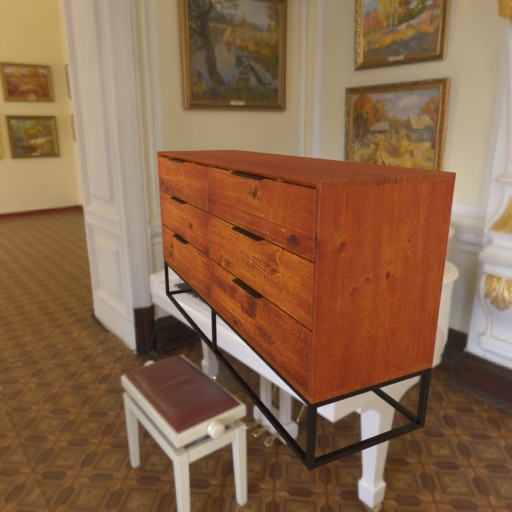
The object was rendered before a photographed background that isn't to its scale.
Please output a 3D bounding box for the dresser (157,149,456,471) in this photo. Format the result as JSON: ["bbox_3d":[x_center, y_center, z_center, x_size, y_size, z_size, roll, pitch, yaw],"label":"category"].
[{"bbox_3d":[0.000,0.000,1.883,0.464,0.810,1.536,-8,18,-25],"label":"dresser"}]
